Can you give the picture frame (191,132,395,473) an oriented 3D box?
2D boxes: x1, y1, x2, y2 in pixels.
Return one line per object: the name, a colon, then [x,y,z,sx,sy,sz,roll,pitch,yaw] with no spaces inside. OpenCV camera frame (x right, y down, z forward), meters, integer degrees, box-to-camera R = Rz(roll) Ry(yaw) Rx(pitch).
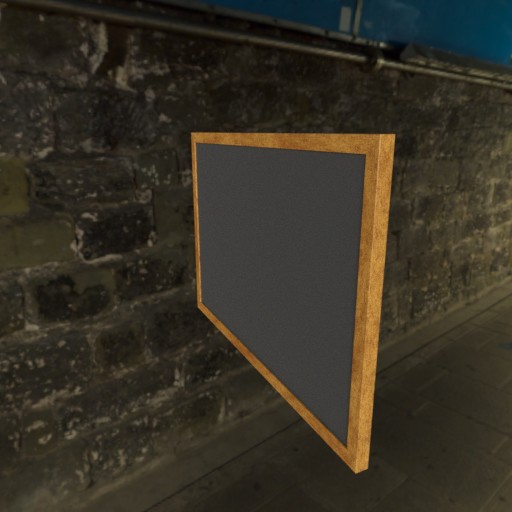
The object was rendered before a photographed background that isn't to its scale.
picture frame: [0.000,0.000,1.162,0.029,0.621,0.922,-8,17,-25]
